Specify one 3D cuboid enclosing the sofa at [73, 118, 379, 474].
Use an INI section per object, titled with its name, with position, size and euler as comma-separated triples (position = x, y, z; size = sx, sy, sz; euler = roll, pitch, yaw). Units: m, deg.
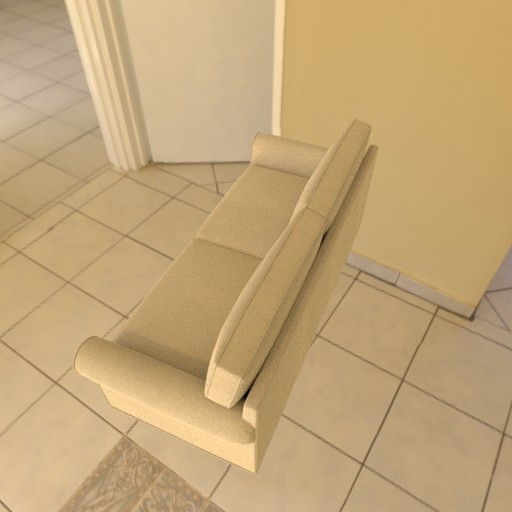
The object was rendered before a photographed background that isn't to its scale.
[sofa]
position = 0.000, 0.000, 2.636
size = 0.901, 0.962, 2.146
euler = 18, 49, 16
